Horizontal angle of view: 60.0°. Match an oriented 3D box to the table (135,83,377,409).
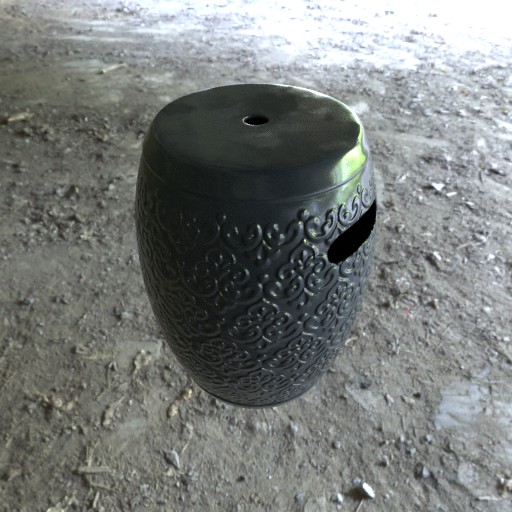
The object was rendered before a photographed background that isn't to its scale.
[{"bbox_3d":[0.000,0.000,0.613,0.309,0.397,0.309,0,40,0],"label":"table"}]
